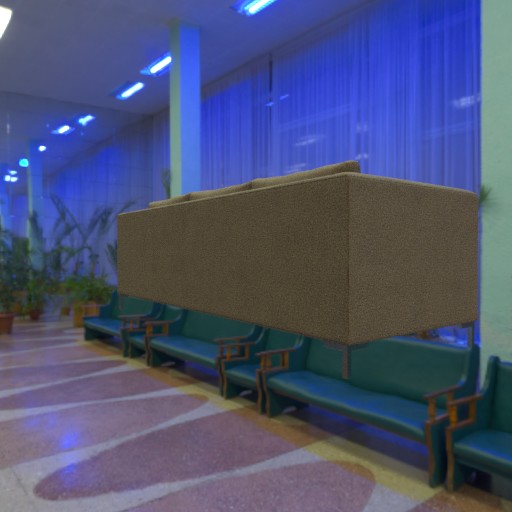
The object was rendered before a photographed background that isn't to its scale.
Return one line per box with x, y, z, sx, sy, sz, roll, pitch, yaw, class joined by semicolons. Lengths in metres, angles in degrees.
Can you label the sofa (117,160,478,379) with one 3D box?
0.000;0.000;2.858;0.969;0.867;2.415;-1;1;-37;sofa
